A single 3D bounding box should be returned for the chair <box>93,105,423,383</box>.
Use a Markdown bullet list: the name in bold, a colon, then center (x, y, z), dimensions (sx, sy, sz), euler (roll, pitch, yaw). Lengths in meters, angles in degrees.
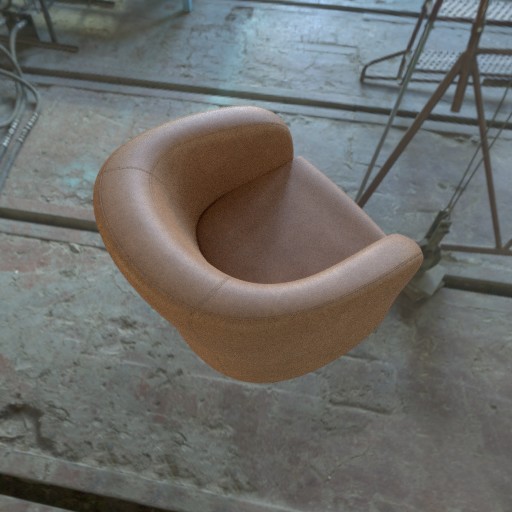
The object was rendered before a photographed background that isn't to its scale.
- **chair**: center (0.000, 0.000, 1.447), dimensions (0.815, 0.771, 0.791), euler (-30, 62, -18)
